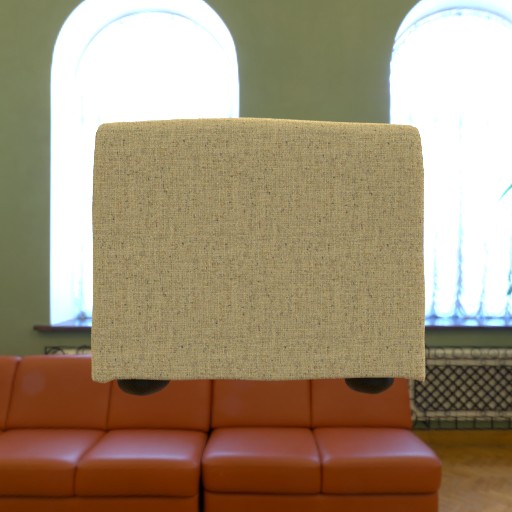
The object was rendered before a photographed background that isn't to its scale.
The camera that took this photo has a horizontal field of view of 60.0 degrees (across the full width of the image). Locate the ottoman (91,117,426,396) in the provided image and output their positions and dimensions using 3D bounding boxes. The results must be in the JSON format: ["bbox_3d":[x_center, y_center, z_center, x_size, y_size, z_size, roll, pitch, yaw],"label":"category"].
[{"bbox_3d":[0.000,0.000,0.914,0.512,0.453,0.521,0,-1,-1],"label":"ottoman"}]
